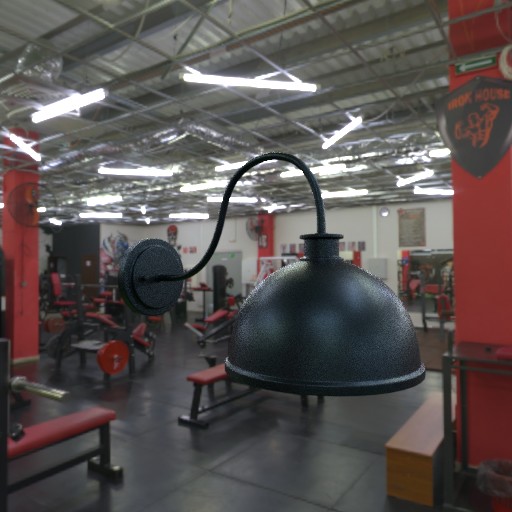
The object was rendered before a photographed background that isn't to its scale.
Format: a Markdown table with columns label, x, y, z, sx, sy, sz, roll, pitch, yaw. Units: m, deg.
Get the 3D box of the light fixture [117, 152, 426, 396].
| label | x | y | z | sx | sy | sz | roll | pitch | yaw |
| --- | --- | --- | --- | --- | --- | --- | --- | --- | --- |
| light fixture | 0.000 | 0.000 | 0.644 | 0.467 | 0.295 | 0.253 | -1 | -2 | 37 |
